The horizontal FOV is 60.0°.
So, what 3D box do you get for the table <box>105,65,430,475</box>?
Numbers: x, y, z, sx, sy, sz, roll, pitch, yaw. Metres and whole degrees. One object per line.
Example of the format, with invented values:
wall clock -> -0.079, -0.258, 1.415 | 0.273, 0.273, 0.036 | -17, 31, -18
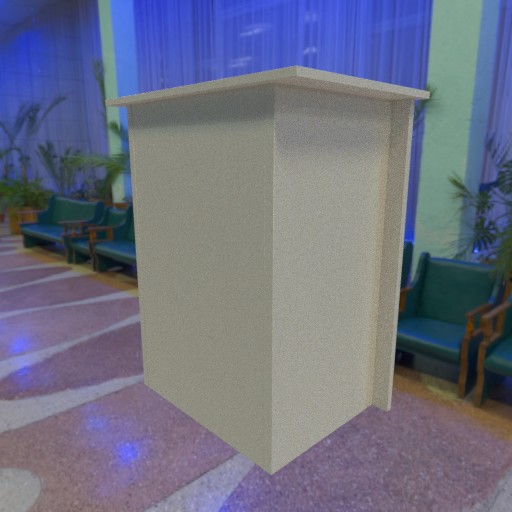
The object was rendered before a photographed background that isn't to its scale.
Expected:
table -> 0.000, 0.000, 1.042 | 0.406, 0.711, 0.589 | -12, 18, -42
